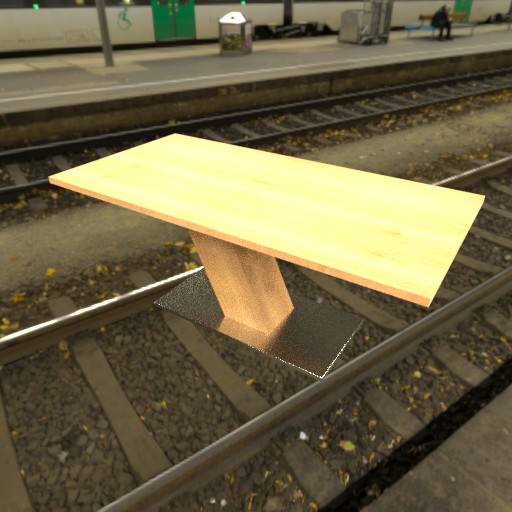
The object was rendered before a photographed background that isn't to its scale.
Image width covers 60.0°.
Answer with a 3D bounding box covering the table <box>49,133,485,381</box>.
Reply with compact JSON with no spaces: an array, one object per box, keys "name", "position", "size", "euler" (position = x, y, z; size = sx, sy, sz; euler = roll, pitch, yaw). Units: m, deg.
[{"name":"table","position":[0.000,0.000,2.226],"size":[1.800,0.750,0.900],"euler":[19,36,28]}]
